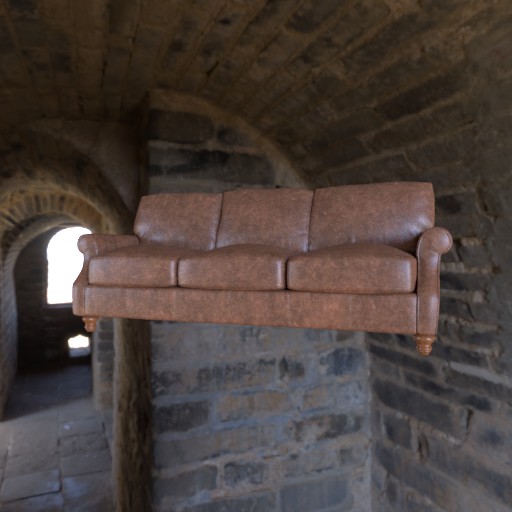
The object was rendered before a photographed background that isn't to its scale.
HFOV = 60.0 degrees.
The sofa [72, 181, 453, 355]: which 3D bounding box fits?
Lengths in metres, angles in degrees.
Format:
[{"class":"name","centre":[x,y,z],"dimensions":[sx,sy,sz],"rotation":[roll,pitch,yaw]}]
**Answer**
[{"class":"sofa","centre":[0.000,0.000,2.934],"dimensions":[2.351,0.977,0.973],"rotation":[0,0,19]}]
